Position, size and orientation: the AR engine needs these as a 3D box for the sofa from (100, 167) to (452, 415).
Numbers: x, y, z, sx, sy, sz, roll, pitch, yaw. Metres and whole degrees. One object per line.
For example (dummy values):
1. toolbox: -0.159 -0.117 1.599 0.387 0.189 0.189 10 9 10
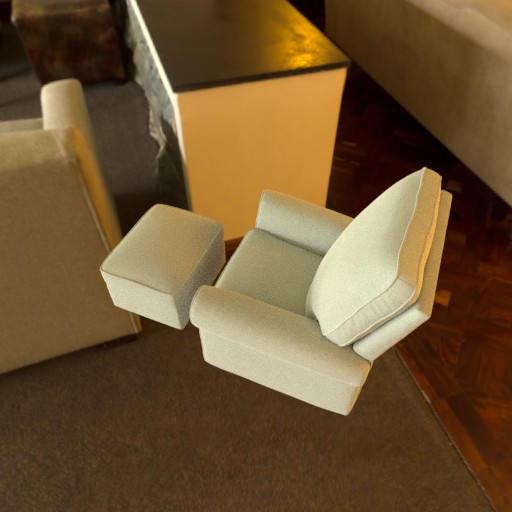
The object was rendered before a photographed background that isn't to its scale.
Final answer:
1. sofa: 0.000 0.000 2.065 1.478 0.959 0.880 17 49 15
